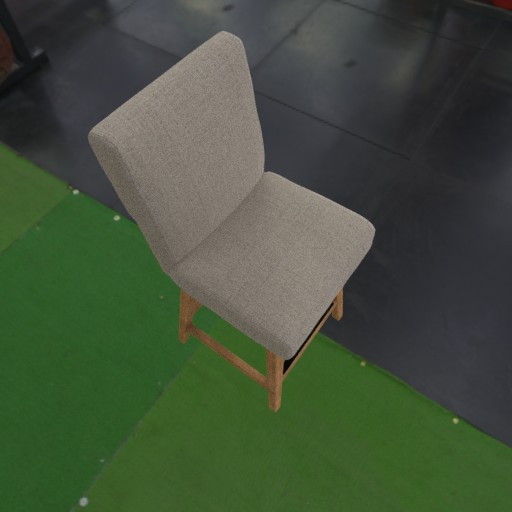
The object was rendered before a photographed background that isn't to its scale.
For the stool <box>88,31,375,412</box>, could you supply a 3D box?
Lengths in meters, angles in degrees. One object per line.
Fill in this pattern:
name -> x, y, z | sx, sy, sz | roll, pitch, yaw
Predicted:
stool -> 0.000, 0.000, 1.294 | 0.526, 1.010, 0.459 | 32, 64, 18
